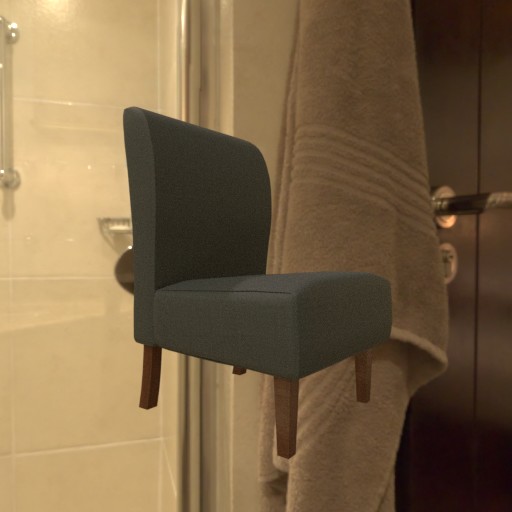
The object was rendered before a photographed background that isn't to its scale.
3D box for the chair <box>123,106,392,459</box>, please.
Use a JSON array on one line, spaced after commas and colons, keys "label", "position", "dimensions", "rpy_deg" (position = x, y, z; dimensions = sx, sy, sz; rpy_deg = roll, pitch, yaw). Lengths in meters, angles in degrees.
[{"label": "chair", "position": [0.000, 0.000, 1.199], "dimensions": [0.592, 0.804, 0.513], "rpy_deg": [1, 1, 36]}]
